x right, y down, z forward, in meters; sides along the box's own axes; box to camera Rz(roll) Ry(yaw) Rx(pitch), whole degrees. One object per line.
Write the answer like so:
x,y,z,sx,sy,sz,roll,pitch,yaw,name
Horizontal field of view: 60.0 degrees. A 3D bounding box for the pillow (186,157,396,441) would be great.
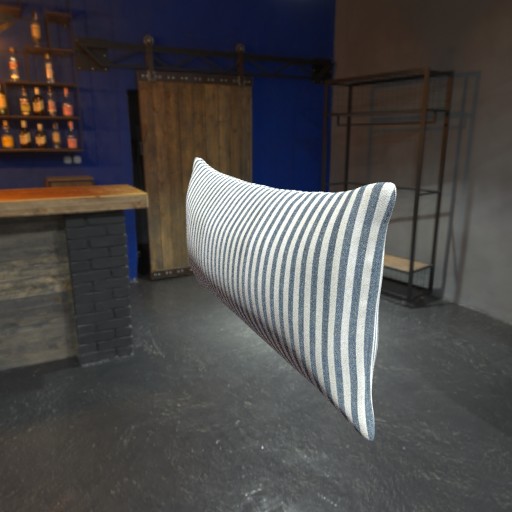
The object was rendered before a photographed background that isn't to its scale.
0.000,0.000,0.731,0.151,0.295,0.617,-7,17,-24,pillow
